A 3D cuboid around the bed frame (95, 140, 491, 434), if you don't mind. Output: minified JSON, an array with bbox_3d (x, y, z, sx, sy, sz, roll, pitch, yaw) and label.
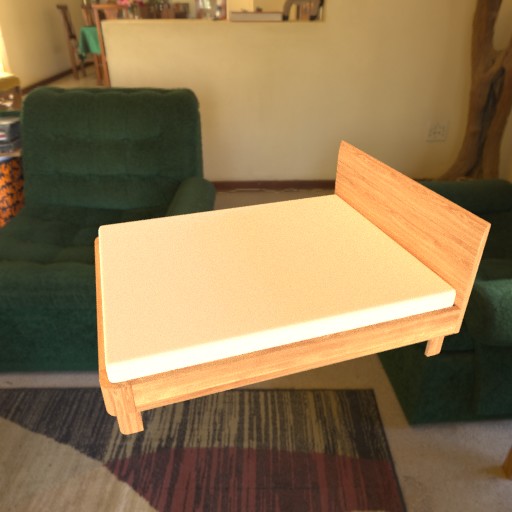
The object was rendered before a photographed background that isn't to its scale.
[{"bbox_3d":[0.000,0.000,2.995,2.092,0.940,1.660,-9,32,-16],"label":"bed frame"}]
